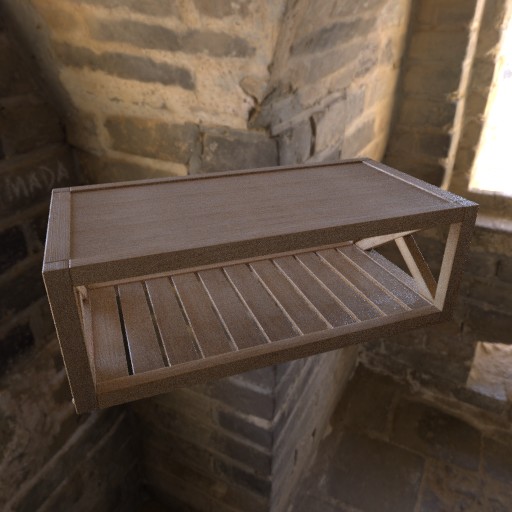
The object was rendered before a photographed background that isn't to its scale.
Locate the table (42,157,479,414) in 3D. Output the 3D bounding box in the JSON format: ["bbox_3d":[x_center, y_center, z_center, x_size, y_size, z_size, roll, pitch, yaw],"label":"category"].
[{"bbox_3d":[0.000,0.000,1.615,1.321,0.457,0.660,-9,28,-18],"label":"table"}]
